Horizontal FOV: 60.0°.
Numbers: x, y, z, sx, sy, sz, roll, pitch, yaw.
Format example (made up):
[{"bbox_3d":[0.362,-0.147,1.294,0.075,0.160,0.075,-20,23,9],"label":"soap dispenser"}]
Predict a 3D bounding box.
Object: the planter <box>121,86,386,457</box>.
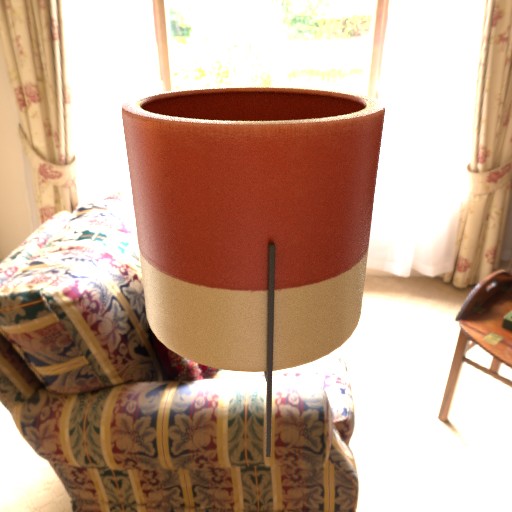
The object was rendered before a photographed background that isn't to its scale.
[{"bbox_3d":[0.000,0.000,0.695,0.354,0.465,0.345,-19,32,-32],"label":"planter"}]
